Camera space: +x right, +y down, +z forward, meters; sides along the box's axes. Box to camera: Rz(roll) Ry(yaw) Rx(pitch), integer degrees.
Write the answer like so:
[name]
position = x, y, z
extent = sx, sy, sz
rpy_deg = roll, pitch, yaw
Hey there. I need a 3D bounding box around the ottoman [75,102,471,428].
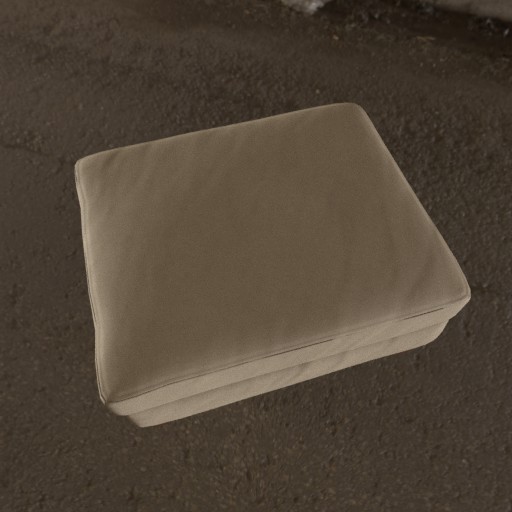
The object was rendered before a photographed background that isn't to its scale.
[ottoman]
position = 0.000, 0.000, 1.463
extent = 1.002, 0.492, 0.836
rpy_deg = -14, 60, -8
